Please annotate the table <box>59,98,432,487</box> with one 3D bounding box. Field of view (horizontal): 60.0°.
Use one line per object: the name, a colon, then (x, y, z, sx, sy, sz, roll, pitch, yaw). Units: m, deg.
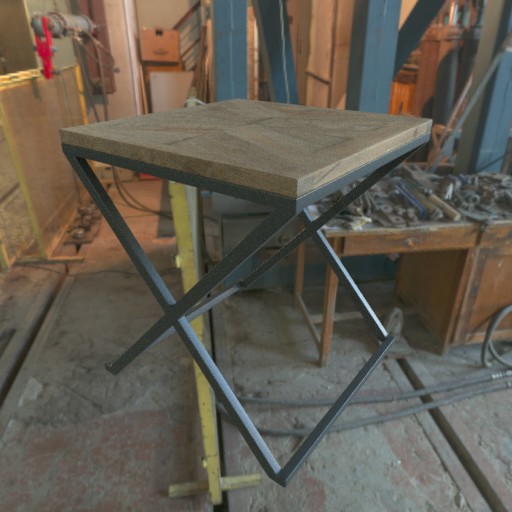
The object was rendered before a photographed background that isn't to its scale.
table: (0.000, 0.000, 0.946, 0.498, 0.550, 0.499, 19, 32, 32)
